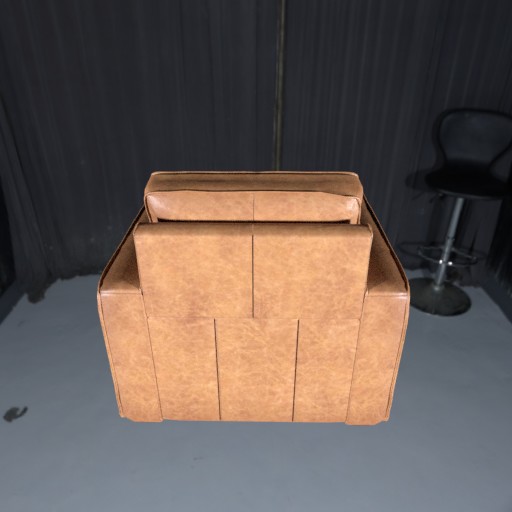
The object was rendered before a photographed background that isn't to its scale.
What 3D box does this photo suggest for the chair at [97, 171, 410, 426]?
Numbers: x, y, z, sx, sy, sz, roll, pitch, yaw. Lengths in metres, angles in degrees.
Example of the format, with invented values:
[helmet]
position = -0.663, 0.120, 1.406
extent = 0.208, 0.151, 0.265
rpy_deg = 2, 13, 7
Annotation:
[chair]
position = 0.000, 0.000, 1.777
extent = 0.987, 0.901, 1.027
rpy_deg = -1, 29, -2
